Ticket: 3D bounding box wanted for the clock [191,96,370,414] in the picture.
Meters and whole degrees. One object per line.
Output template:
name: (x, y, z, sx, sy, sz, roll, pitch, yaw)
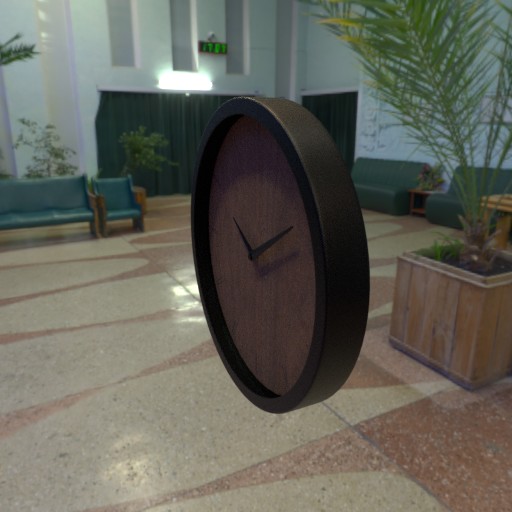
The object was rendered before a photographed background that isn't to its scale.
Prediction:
clock: (0.000, 0.000, 0.465, 0.040, 0.314, 0.314, -8, 18, -25)
